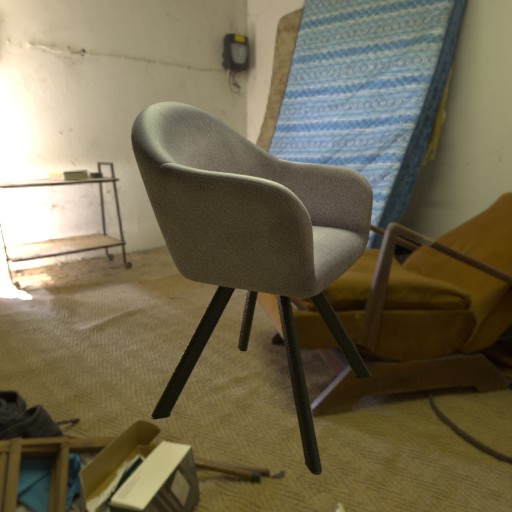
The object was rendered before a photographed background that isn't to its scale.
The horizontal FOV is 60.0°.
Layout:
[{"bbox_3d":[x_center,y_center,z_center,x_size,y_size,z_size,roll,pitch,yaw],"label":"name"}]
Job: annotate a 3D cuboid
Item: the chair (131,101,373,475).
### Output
[{"bbox_3d":[0.000,0.000,1.155,0.540,0.780,0.570,7,15,26],"label":"chair"}]
